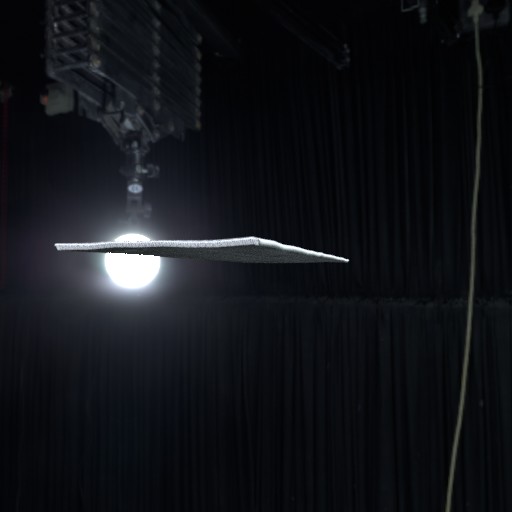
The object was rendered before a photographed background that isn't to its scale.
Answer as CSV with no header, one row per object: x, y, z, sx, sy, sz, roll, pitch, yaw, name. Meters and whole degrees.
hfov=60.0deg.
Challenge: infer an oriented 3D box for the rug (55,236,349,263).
0.000,0.000,2.697,0.832,0.035,2.381,-1,-2,19,rug
